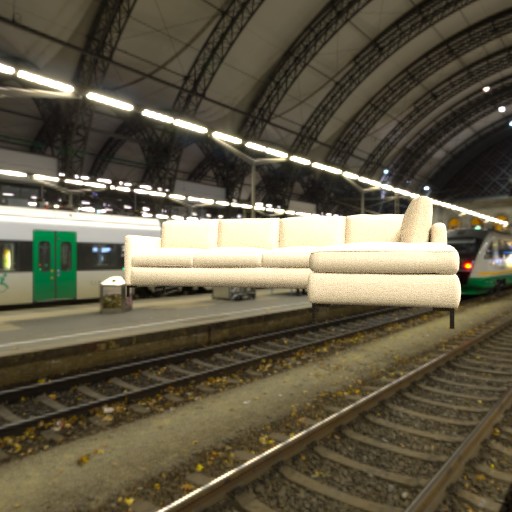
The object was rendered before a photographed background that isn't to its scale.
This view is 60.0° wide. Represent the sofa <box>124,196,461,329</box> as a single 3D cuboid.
[{"bbox_3d":[0.000,0.000,3.752,2.949,0.815,2.007,0,0,18],"label":"sofa"}]
